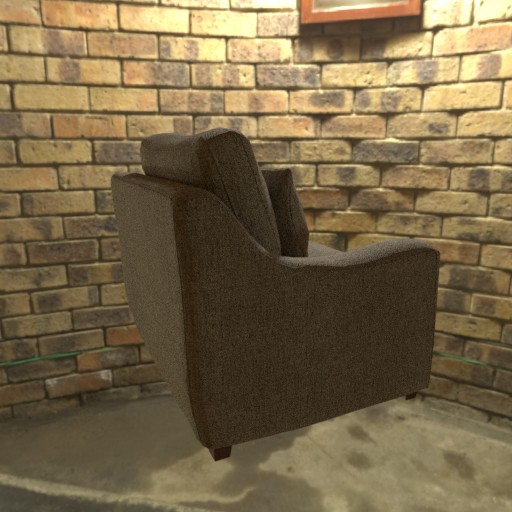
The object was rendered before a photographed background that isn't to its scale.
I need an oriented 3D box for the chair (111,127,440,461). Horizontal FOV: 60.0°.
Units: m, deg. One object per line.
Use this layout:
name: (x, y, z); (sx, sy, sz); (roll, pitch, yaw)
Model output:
chair: (0.000, 0.000, 1.903); (1.009, 1.037, 1.138); (-7, 15, -25)
